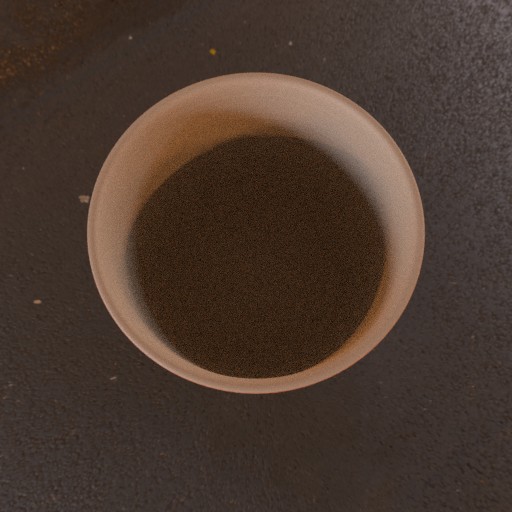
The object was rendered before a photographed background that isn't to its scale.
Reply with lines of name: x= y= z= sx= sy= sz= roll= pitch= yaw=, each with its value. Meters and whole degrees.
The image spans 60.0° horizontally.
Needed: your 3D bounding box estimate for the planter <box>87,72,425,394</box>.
planter: x=0.000 y=0.000 z=0.363 sx=0.208 sy=0.190 sz=0.208 roll=0 pitch=75 yaw=0
